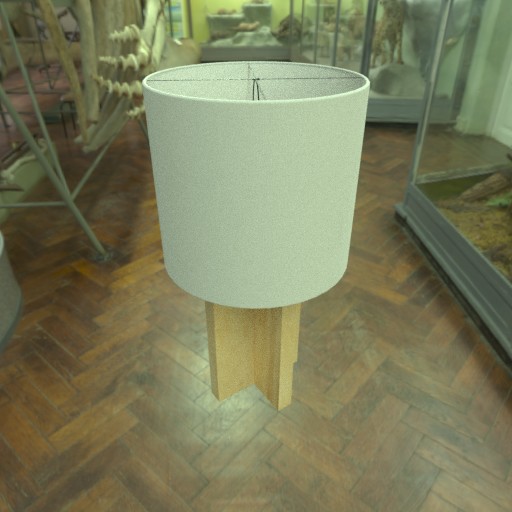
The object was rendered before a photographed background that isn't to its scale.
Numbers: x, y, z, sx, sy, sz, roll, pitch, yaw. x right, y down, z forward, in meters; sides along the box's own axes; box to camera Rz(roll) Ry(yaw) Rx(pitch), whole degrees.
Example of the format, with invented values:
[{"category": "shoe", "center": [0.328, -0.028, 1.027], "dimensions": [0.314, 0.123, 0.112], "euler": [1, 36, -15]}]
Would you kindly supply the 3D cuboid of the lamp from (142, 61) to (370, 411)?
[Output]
[{"category": "lamp", "center": [0.000, 0.000, 0.564], "dimensions": [0.229, 0.428, 0.229], "euler": [-20, 36, -29]}]
